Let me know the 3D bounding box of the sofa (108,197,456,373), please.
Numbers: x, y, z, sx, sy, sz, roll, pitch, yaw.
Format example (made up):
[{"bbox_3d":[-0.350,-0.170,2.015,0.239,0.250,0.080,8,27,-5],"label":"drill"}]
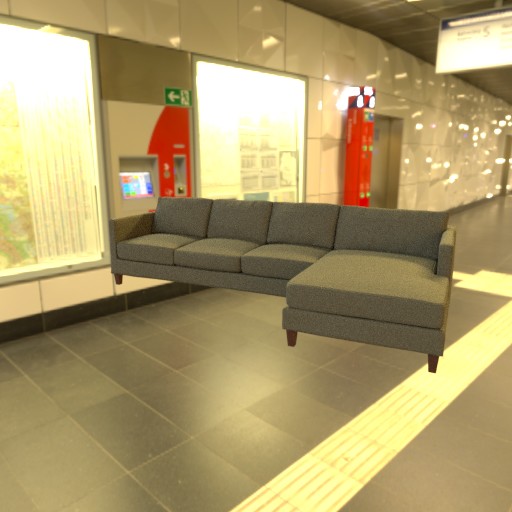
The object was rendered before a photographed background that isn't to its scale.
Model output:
[{"bbox_3d":[0.000,0.000,3.916,3.186,0.861,1.625,6,14,24],"label":"sofa"}]
